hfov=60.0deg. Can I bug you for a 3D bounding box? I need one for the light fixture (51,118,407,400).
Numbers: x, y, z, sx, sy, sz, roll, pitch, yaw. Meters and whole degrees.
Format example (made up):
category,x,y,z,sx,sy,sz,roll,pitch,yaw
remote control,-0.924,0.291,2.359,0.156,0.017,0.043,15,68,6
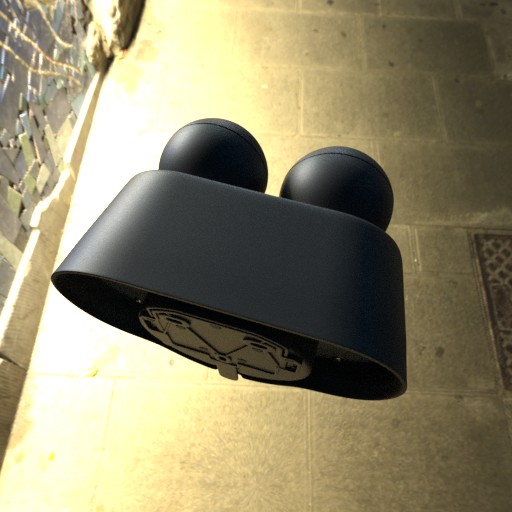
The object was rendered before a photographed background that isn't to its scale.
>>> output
category,x,y,z,sx,sy,sz,roll,pitch,yaw
light fixture,0.000,0.000,0.334,0.229,0.159,0.159,15,63,8
